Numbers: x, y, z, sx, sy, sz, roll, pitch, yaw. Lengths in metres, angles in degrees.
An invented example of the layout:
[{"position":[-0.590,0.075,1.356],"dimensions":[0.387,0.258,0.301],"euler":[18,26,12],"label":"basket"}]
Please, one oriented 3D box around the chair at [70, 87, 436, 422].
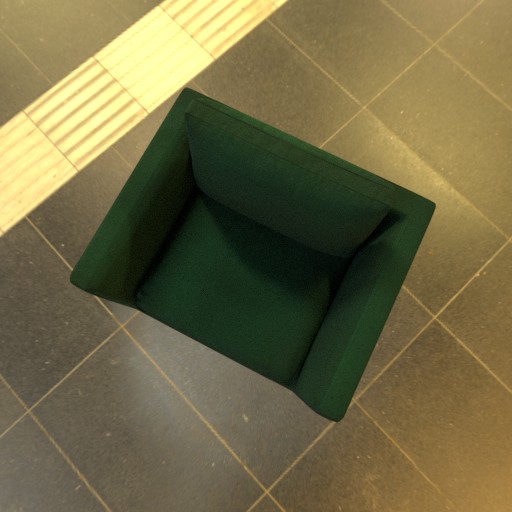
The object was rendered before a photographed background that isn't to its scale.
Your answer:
[{"position":[0.000,0.000,1.799],"dimensions":[1.047,0.997,0.852],"euler":[26,79,5],"label":"chair"}]
